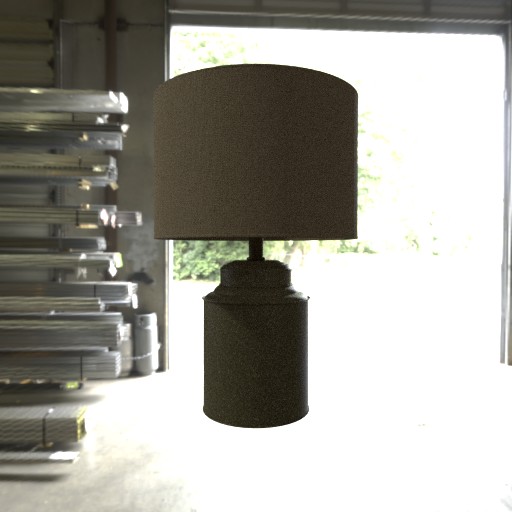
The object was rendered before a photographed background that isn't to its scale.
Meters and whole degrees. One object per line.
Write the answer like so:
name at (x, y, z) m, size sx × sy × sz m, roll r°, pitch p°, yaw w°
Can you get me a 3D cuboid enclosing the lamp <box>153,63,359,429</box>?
lamp at (0.000, 0.000, 0.708) m, size 0.318 × 0.486 × 0.318 m, roll 0°, pitch 1°, yaw 0°
